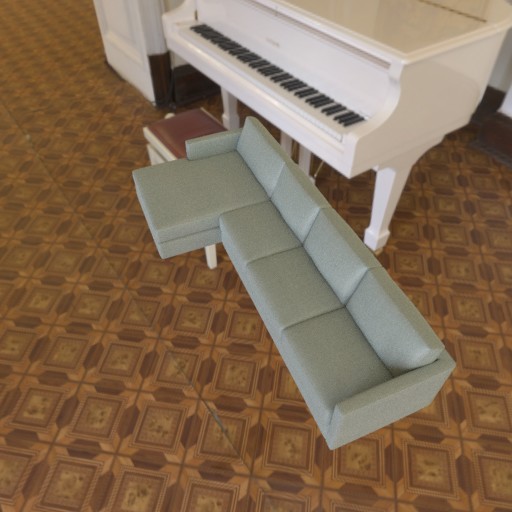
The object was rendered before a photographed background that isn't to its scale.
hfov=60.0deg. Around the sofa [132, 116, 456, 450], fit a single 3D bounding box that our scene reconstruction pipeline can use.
[{"bbox_3d":[0.000,0.000,4.119,1.600,0.953,3.470,-17,49,-15],"label":"sofa"}]
